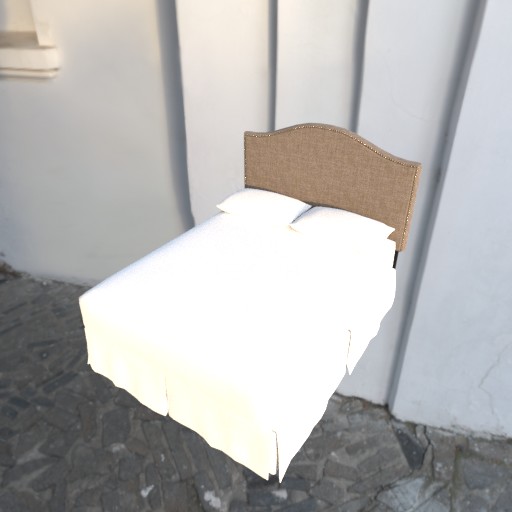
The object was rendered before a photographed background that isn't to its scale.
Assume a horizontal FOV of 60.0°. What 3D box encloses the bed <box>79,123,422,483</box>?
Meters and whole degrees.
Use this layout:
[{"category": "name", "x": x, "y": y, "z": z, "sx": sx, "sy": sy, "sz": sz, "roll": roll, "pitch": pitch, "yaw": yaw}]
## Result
[{"category": "bed", "x": 0.000, "y": 0.000, "z": 3.327, "sx": 1.713, "sy": 1.518, "sz": 2.153, "roll": 19, "pitch": 36, "yaw": 28}]
